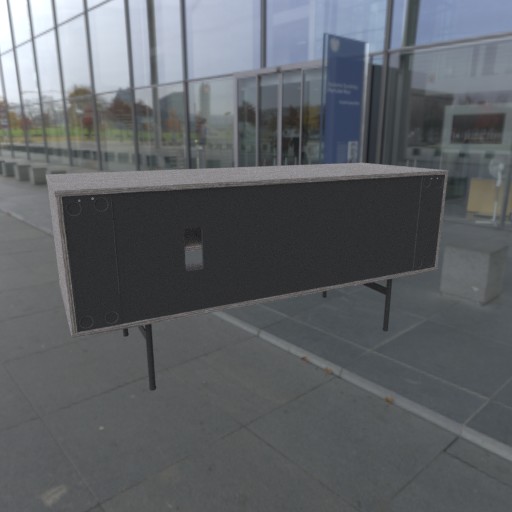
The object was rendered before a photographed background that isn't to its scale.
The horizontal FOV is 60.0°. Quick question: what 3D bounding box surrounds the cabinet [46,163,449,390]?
[{"bbox_3d":[0.000,0.000,1.606,1.300,0.599,0.500,-8,17,-26],"label":"cabinet"}]
